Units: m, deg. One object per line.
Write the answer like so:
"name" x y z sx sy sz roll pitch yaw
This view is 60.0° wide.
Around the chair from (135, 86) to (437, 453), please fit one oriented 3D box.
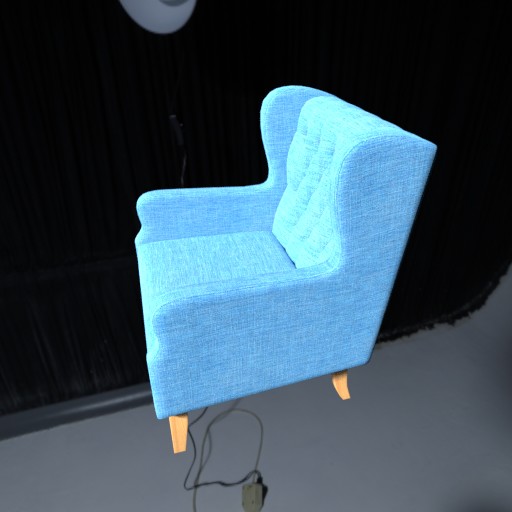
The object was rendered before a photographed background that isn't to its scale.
"chair" 0.000 0.000 1.481 0.775 0.952 0.711 -8 32 -13
